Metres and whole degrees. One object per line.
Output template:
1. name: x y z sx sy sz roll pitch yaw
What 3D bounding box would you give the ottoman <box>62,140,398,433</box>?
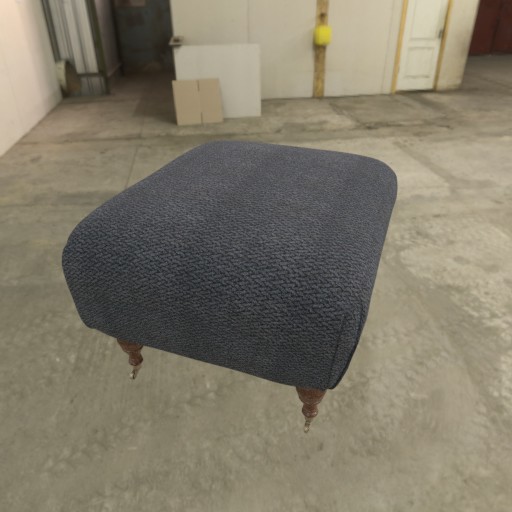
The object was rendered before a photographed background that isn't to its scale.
1. ottoman: 0.000 0.000 1.143 0.622 0.450 0.747 11 33 17
